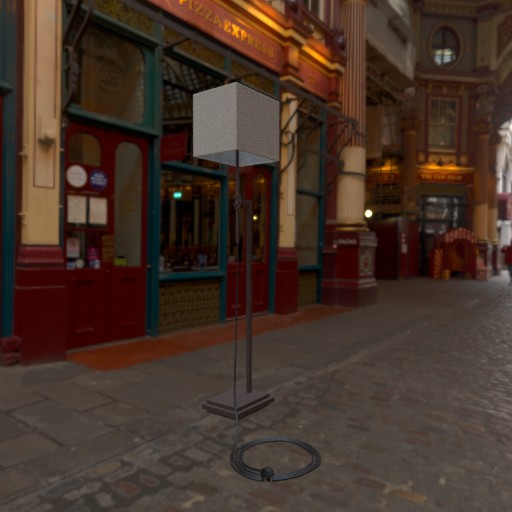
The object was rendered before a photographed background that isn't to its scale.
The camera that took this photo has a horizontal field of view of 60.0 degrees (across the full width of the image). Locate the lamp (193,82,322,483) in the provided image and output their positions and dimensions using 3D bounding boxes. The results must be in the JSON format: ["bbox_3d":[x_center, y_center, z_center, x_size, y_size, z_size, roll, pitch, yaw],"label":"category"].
[{"bbox_3d":[0.000,0.000,1.998,0.774,1.600,0.698,1,1,37],"label":"lamp"}]
